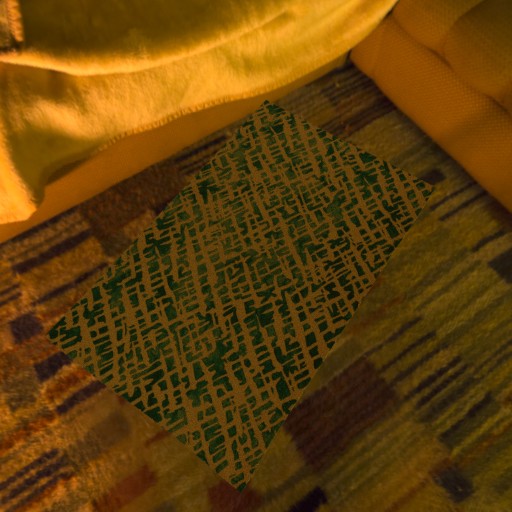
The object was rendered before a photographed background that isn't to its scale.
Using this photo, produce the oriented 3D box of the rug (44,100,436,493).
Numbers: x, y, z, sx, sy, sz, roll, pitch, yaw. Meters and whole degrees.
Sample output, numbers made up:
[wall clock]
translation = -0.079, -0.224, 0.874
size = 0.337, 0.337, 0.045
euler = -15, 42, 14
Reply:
[rug]
translation = 0.000, 0.000, 3.019
size = 1.520, 0.011, 2.447
euler = 32, 68, 15
